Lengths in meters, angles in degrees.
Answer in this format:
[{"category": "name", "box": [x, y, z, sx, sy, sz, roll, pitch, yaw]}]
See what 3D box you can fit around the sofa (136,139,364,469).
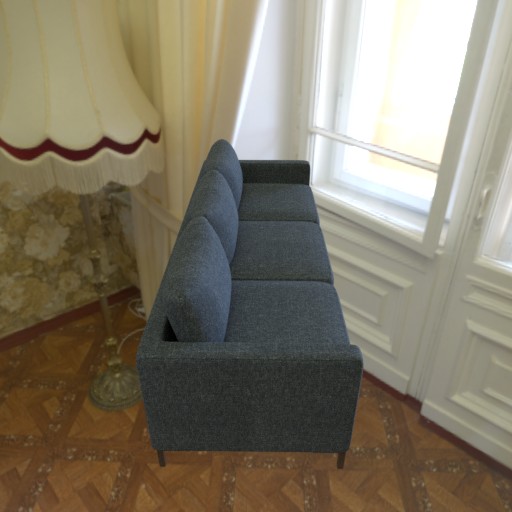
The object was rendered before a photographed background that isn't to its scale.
[{"category": "sofa", "box": [0.000, 0.000, 2.657, 0.859, 0.874, 2.218, 0, 31, 1]}]
